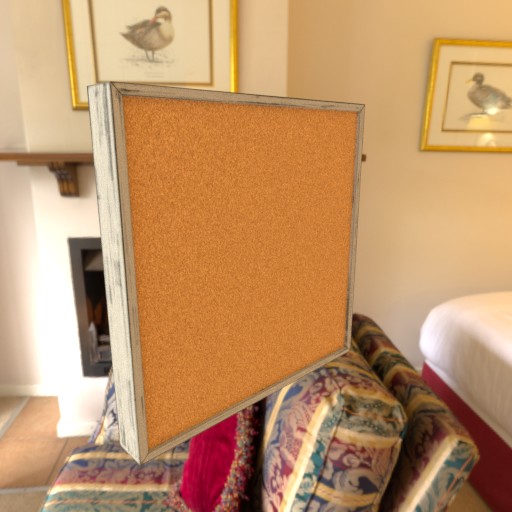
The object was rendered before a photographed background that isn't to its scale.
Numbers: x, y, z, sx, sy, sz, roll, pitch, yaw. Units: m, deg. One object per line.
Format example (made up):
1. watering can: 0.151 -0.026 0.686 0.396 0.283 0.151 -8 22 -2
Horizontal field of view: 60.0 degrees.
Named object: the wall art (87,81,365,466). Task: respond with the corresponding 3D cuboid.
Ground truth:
1. wall art: 0.000 0.000 0.448 0.303 0.303 0.036 -14 20 -42
